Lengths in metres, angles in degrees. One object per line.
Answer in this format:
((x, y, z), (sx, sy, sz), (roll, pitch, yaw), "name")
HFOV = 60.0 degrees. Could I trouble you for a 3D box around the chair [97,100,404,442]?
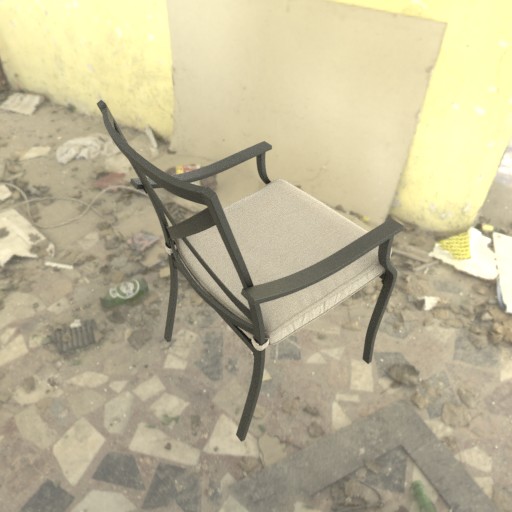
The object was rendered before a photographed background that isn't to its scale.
((0.000, 0.000, 1.283), (0.620, 0.889, 0.575), (-26, 47, -27), "chair")
